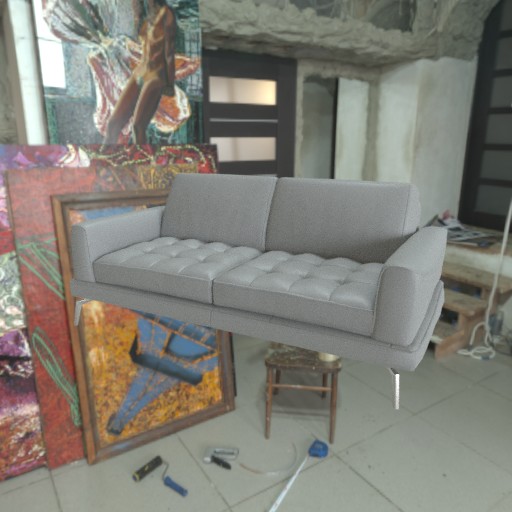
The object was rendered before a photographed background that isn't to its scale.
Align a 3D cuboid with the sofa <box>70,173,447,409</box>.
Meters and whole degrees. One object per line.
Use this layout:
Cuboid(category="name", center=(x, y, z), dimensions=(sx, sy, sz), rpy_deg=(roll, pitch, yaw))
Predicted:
Cuboid(category="sofa", center=(0.000, 0.000, 2.775), dimensions=(2.177, 0.930, 1.121), rpy_deg=(8, 17, 27))
